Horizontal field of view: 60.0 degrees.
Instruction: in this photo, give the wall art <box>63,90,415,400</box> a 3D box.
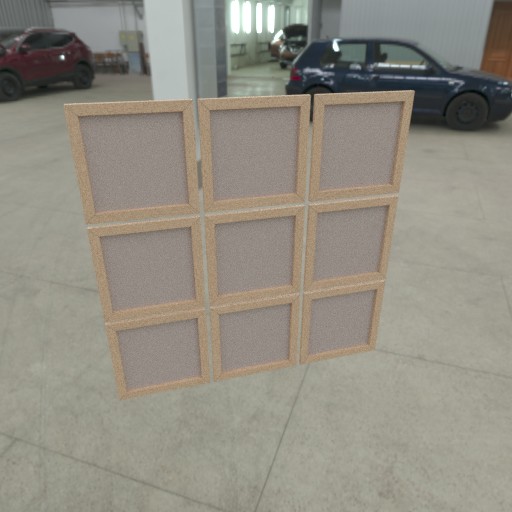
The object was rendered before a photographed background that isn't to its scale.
[{"bbox_3d":[0.000,0.000,1.335,0.917,0.910,0.012,-7,28,-14],"label":"wall art"}]
